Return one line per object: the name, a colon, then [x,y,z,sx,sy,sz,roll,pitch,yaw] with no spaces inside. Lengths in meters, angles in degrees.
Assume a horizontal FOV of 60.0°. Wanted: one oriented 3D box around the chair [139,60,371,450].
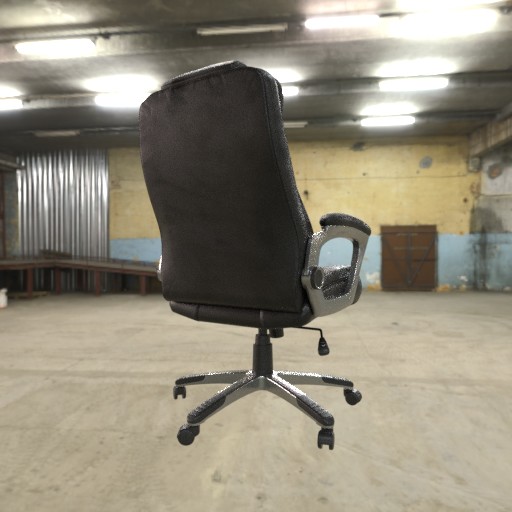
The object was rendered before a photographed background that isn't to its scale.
chair: [0.000,0.000,1.518,0.697,1.075,0.689,0,1,35]
